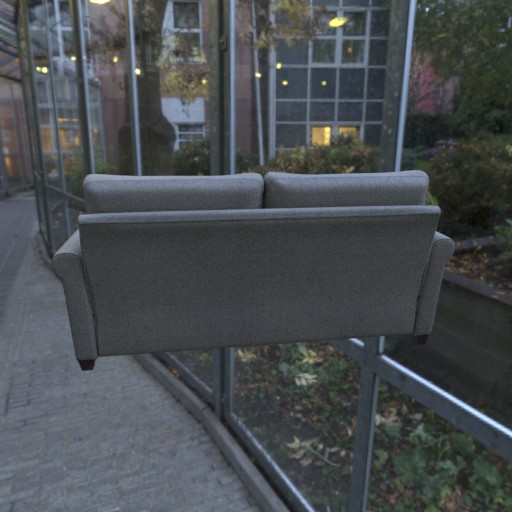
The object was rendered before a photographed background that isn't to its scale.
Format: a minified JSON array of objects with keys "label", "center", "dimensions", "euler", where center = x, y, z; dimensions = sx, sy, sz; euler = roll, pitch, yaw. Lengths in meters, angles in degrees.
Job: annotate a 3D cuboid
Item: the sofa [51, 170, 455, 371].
[{"label":"sofa","center":[0.000,0.000,2.428],"dimensions":[1.935,0.942,0.842],"euler":[-2,15,-9]}]
